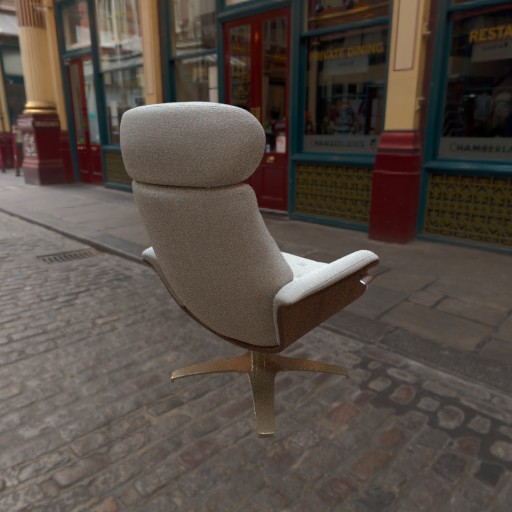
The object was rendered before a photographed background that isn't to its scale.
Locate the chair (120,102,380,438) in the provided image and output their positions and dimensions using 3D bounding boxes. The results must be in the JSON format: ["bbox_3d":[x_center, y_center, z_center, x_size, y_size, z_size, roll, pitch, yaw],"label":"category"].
[{"bbox_3d":[0.000,0.000,1.580,0.785,0.995,0.837,14,20,42],"label":"chair"}]
